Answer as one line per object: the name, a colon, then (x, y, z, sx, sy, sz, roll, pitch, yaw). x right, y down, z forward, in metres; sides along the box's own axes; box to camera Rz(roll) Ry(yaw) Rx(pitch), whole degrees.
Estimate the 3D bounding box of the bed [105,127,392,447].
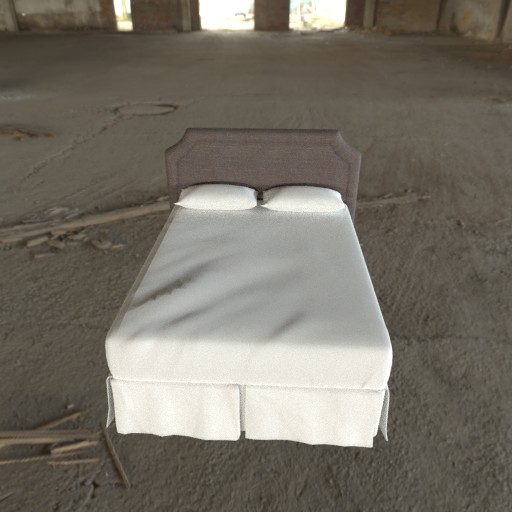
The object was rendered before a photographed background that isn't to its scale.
bed: (0.000, 0.000, 3.133, 1.693, 1.290, 2.116, 1, 30, 3)
